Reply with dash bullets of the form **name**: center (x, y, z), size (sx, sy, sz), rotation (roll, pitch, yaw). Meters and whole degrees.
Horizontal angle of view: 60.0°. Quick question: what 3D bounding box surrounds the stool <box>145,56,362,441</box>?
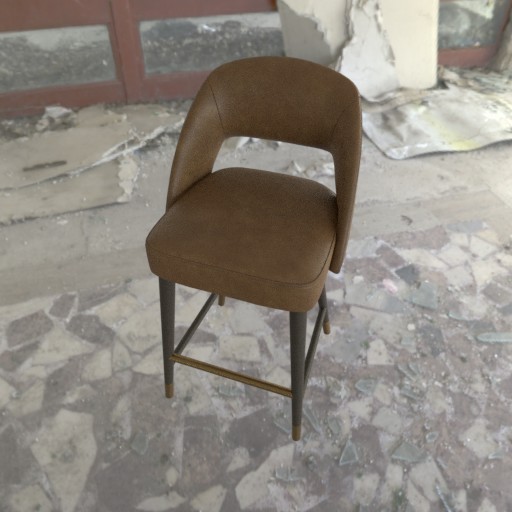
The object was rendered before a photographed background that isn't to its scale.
- **stool**: center (0.000, 0.000, 1.260), size (0.494, 0.940, 0.509), rotation (13, 43, 15)
